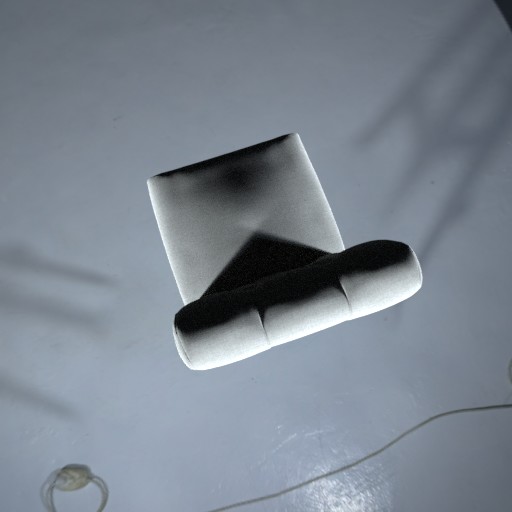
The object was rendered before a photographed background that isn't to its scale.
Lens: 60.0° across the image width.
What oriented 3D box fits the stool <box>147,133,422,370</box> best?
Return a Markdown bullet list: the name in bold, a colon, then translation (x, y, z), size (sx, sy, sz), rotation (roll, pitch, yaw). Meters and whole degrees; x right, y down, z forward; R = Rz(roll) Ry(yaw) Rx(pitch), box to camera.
- **stool**: translation (0.000, 0.000, 1.337), size (0.493, 1.040, 0.601), rotation (-19, 75, -5)
